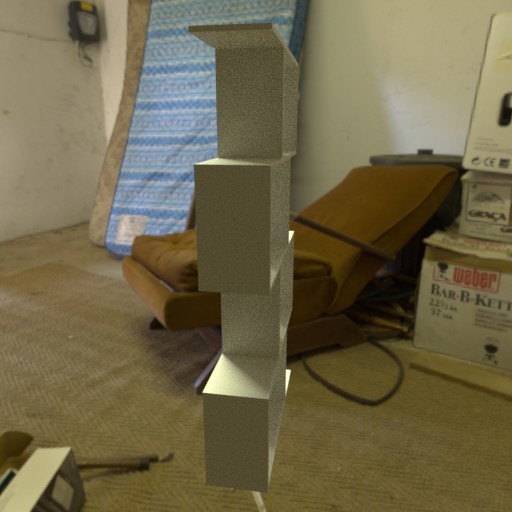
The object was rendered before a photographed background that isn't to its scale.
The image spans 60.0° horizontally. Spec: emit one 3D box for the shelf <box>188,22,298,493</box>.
[{"bbox_3d":[0.000,0.000,1.930,0.250,1.650,0.890,3,17,10],"label":"shelf"}]
